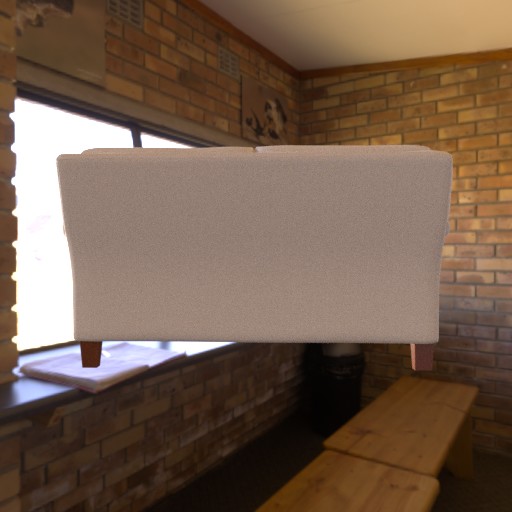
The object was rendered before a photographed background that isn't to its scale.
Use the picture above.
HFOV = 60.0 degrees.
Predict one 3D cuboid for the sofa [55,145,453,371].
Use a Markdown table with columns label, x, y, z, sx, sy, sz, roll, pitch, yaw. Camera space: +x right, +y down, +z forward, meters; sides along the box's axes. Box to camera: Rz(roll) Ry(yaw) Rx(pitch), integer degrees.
| label | x | y | z | sx | sy | sz | roll | pitch | yaw |
| --- | --- | --- | --- | --- | --- | --- | --- | --- | --- |
| sofa | 0.000 | 0.000 | 2.494 | 1.853 | 1.101 | 1.084 | 0 | 1 | 2 |
